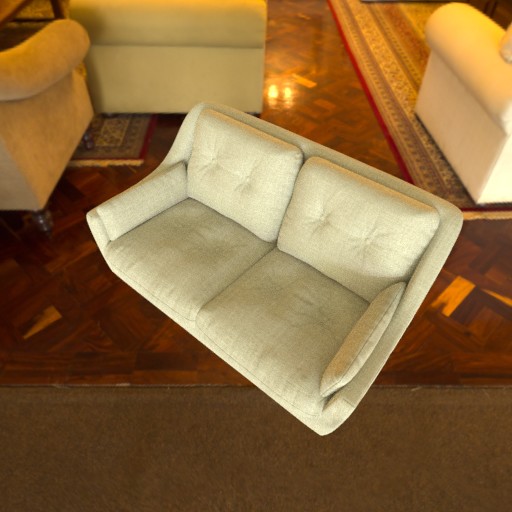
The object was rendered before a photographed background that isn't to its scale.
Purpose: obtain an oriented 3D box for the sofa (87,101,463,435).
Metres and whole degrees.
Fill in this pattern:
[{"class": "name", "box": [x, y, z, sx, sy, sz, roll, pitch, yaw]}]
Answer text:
[{"class": "sofa", "box": [0.000, 0.000, 2.257, 1.652, 0.888, 0.965, 32, 54, 27]}]
